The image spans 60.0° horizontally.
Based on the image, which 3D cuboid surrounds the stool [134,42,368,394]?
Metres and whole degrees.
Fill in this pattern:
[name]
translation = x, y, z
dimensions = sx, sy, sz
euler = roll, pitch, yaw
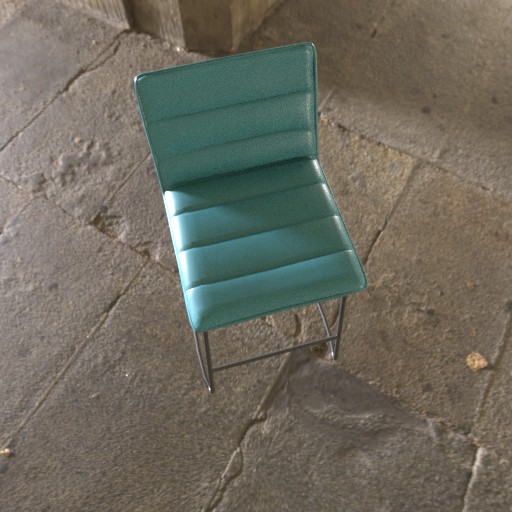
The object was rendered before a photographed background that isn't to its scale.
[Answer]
[stool]
translation = 0.000, 0.000, 1.229
dimensions = 0.489, 0.936, 0.524
euler = -14, 66, -6
